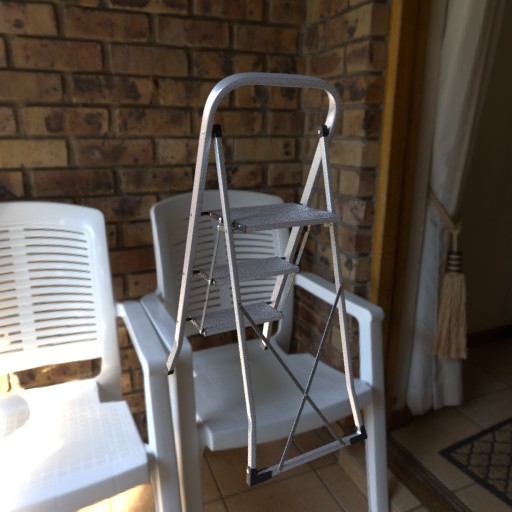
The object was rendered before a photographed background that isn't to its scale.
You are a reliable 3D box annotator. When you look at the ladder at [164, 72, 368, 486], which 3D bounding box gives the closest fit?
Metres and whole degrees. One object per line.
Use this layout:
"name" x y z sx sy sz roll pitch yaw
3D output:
"ladder" 0.000 0.000 1.437 0.465 1.070 0.704 -8 18 -27
